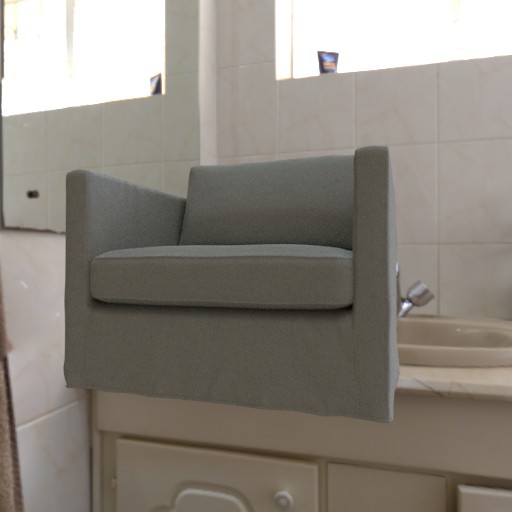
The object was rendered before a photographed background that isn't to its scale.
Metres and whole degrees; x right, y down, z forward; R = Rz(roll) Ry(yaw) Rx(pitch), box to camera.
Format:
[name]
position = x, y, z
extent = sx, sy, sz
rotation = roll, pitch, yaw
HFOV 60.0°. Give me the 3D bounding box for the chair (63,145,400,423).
[chair]
position = 0.000, 0.000, 1.719
extent = 1.057, 0.863, 0.949
rotation = 0, -1, 18
